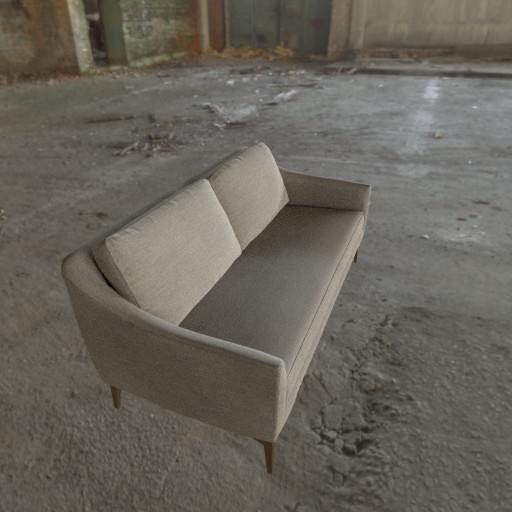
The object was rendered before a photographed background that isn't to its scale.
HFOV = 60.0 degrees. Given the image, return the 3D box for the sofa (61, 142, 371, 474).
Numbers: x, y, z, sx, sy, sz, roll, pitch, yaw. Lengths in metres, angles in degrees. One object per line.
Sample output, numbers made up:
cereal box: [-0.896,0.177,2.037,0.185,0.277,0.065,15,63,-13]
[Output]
sofa: [0.000,0.000,2.560,0.980,0.913,2.036,11,31,19]
